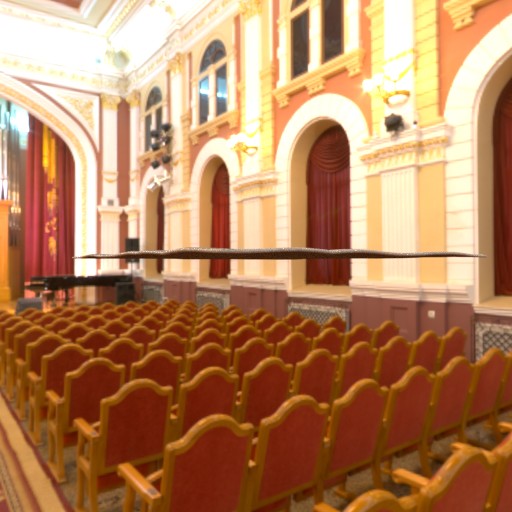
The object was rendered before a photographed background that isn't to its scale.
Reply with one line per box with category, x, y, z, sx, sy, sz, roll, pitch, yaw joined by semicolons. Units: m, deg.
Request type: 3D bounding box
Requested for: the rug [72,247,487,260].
rug;0.000;0.000;0.876;0.551;0.008;0.642;1;-1;-35
